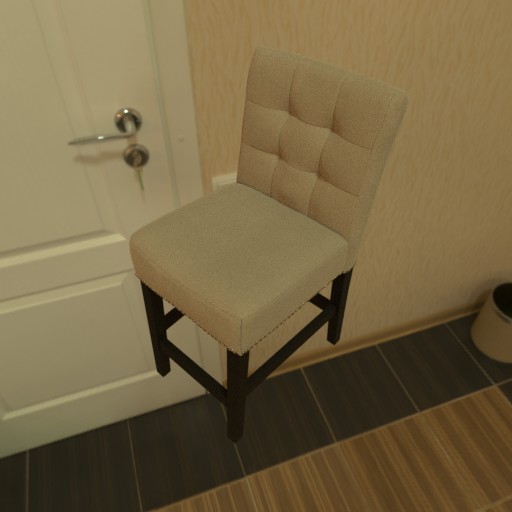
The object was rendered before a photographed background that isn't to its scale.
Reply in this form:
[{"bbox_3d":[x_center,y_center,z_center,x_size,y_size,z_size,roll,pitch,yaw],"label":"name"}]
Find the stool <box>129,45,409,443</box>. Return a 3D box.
[{"bbox_3d":[0.000,0.000,1.207,0.427,0.885,0.571,32,53,28],"label":"stool"}]
